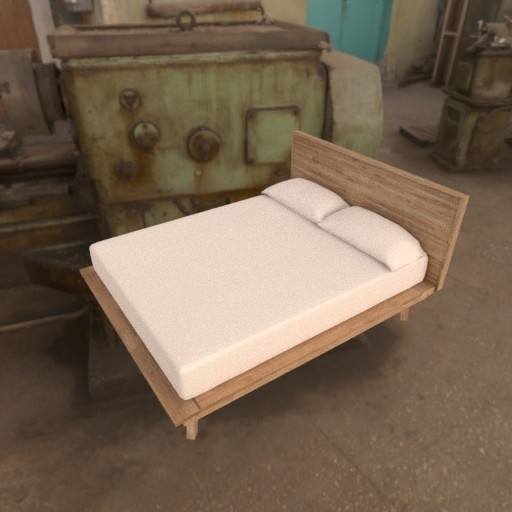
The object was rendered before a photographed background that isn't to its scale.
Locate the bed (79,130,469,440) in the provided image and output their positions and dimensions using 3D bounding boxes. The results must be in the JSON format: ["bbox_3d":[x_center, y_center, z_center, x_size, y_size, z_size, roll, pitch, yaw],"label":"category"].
[{"bbox_3d":[0.000,0.000,3.242,2.145,1.071,1.759,-20,37,-29],"label":"bed"}]
